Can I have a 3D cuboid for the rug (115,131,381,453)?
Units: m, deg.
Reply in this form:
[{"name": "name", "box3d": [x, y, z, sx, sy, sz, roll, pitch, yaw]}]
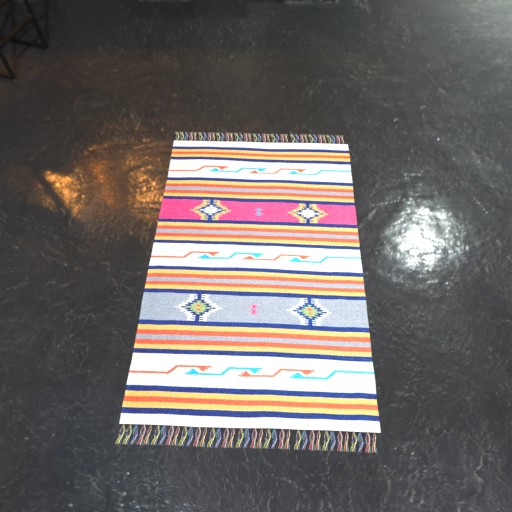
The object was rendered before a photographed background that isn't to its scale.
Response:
[{"name": "rug", "box3d": [0.000, 0.000, 2.283, 1.084, 0.013, 1.849, 2, 57, 1]}]
